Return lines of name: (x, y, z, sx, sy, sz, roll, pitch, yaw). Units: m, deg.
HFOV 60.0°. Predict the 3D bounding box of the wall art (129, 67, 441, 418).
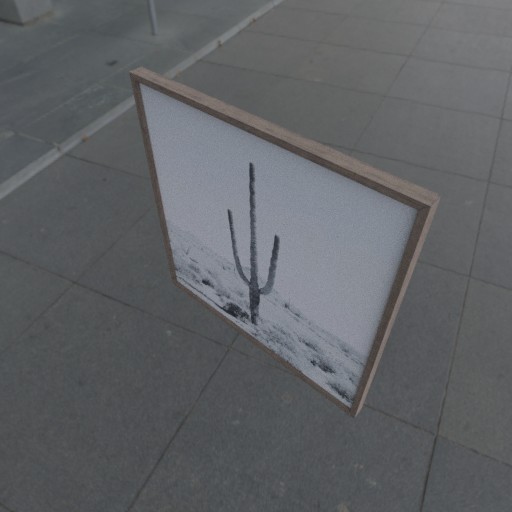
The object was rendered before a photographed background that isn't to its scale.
wall art: (0.000, 0.000, 1.153, 0.762, 0.762, 0.038, 32, 54, 27)
